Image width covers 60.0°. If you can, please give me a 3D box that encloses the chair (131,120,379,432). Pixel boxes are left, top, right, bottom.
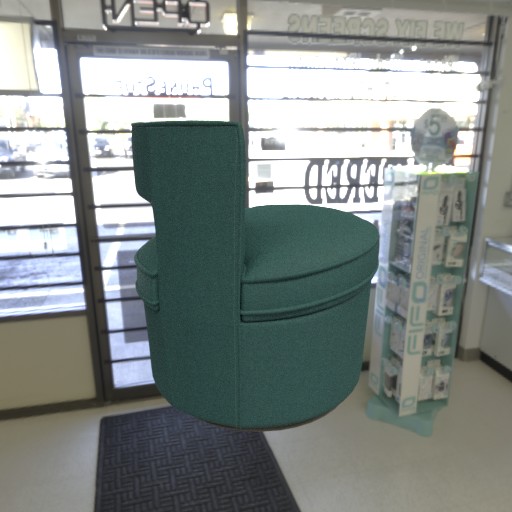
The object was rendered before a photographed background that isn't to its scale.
[{"bbox_3d":[0.000,0.000,1.236,0.660,0.711,0.684,-3,16,-10],"label":"chair"}]
